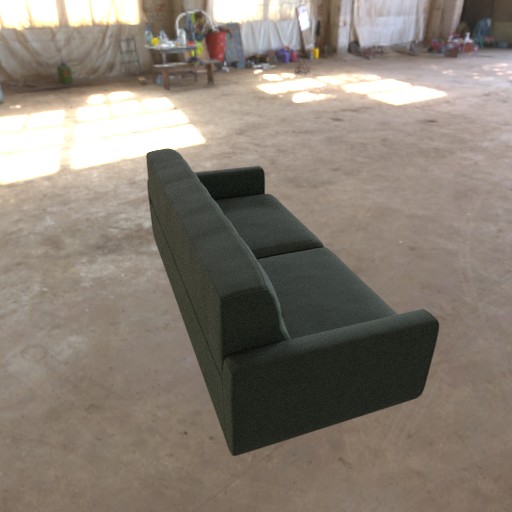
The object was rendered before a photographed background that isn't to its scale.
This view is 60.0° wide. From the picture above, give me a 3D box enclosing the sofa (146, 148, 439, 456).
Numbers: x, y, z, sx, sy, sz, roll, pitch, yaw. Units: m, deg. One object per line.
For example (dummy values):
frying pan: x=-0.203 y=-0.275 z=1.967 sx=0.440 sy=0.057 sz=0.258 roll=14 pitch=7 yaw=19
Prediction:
sofa: x=0.000 y=0.000 z=2.498 sx=0.909 sy=0.841 sz=2.029 roll=-10 pitch=31 yaw=-17
